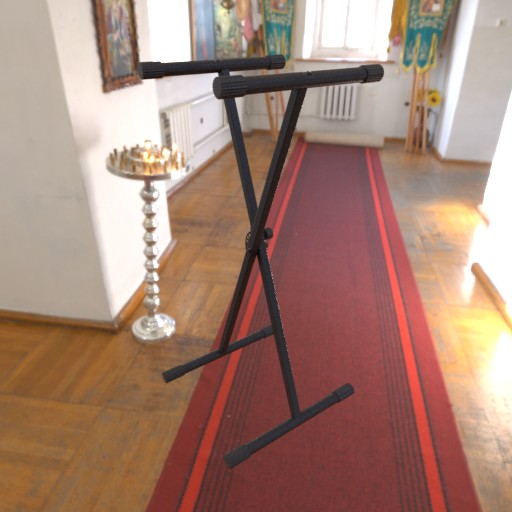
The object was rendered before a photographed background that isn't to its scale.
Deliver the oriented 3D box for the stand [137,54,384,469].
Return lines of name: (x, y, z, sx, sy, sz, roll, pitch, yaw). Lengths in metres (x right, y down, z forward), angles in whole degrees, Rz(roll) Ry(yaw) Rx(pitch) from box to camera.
stand: (0.000, 0.000, 1.173, 0.449, 0.940, 0.409, -19, 33, -31)
